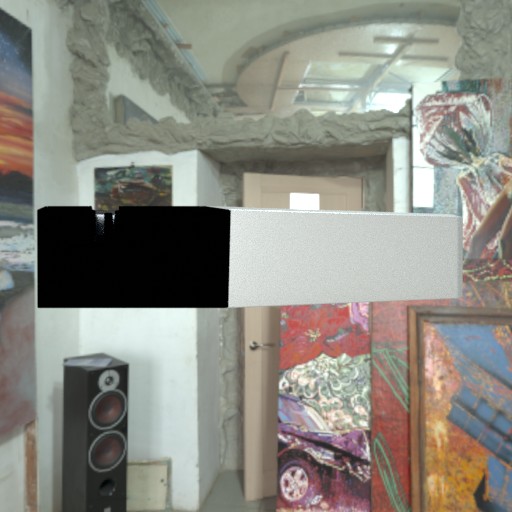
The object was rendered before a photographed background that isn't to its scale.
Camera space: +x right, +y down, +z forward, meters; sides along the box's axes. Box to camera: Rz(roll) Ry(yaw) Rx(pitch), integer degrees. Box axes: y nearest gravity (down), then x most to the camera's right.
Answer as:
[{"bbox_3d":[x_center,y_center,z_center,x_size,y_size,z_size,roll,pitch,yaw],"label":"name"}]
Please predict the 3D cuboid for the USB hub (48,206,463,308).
[{"bbox_3d":[0.000,0.000,0.125,0.110,0.023,0.044,0,1,-19],"label":"USB hub"}]
